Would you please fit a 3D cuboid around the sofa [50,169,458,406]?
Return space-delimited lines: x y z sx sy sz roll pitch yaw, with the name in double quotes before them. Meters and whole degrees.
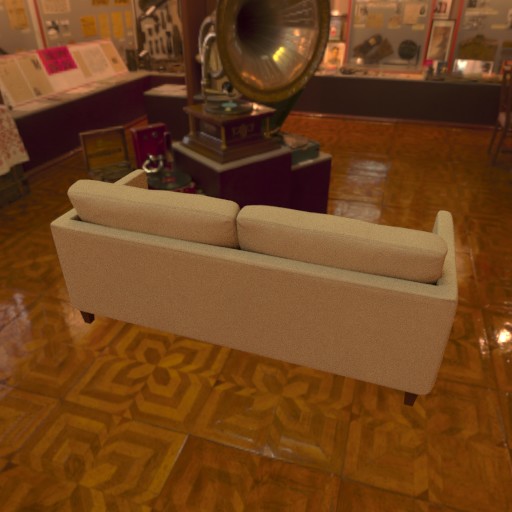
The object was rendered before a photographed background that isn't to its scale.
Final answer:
"sofa" 0.000 0.000 2.698 2.181 0.932 0.948 10 33 16
